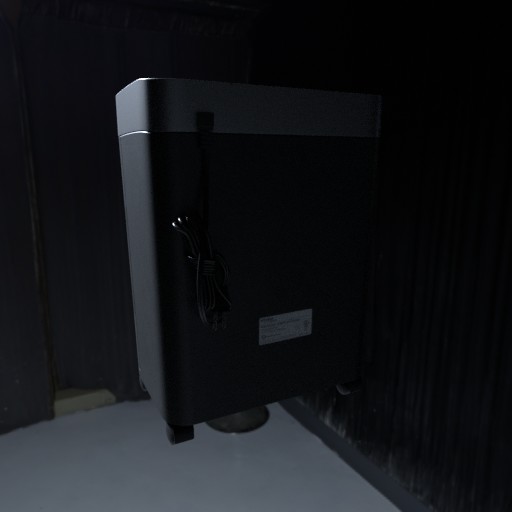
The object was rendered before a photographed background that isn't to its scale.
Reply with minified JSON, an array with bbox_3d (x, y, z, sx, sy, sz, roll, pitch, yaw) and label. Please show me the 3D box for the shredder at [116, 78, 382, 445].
[{"bbox_3d":[0.000,0.000,0.598,0.311,0.419,0.237,-6,14,-26],"label":"shredder"}]
